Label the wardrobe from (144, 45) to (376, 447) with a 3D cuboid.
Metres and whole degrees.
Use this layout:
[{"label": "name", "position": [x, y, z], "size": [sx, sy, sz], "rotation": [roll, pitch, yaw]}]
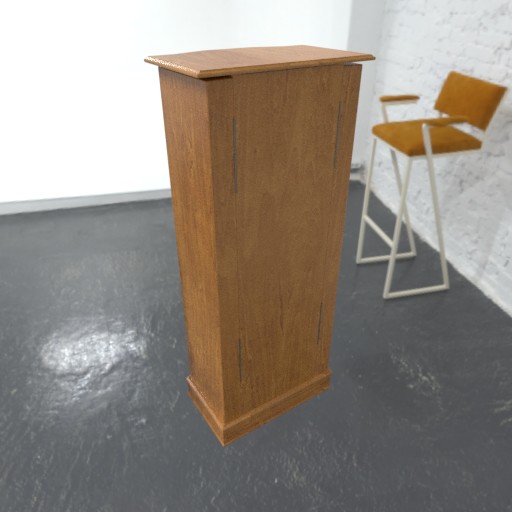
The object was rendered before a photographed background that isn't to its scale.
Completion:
[{"label": "wardrobe", "position": [0.000, 0.000, 1.150], "size": [0.406, 0.959, 0.273], "rotation": [-19, 36, -28]}]
